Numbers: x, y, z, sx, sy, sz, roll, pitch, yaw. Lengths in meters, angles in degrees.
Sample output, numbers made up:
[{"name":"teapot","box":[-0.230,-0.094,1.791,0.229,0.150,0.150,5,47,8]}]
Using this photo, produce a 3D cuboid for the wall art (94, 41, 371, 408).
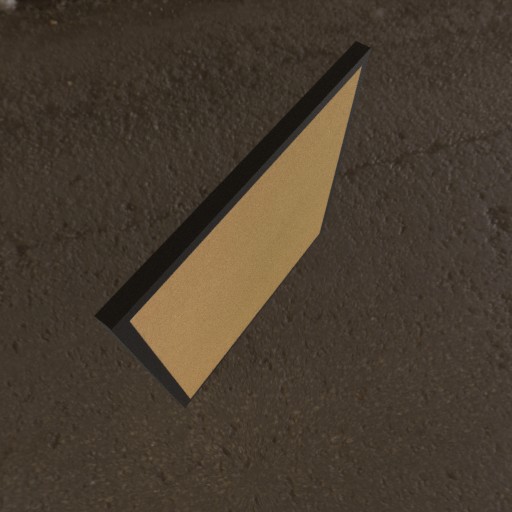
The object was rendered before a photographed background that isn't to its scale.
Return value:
[{"name":"wall art","box":[0.000,0.000,1.132,0.037,0.760,0.762,33,68,16]}]
